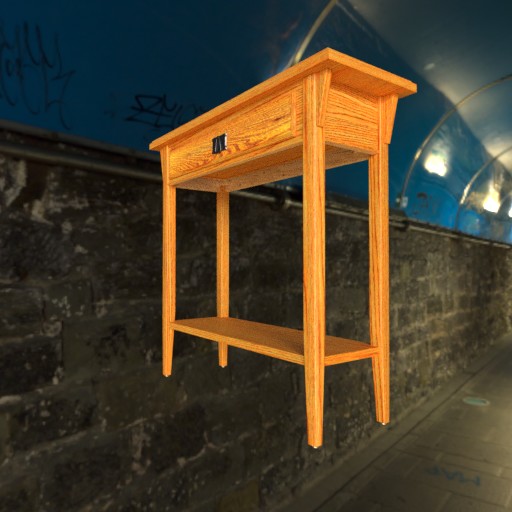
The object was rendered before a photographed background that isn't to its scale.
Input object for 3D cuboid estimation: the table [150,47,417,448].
[{"bbox_3d":[0.000,0.000,1.133,0.254,0.711,0.762,1,-1,-36],"label":"table"}]
